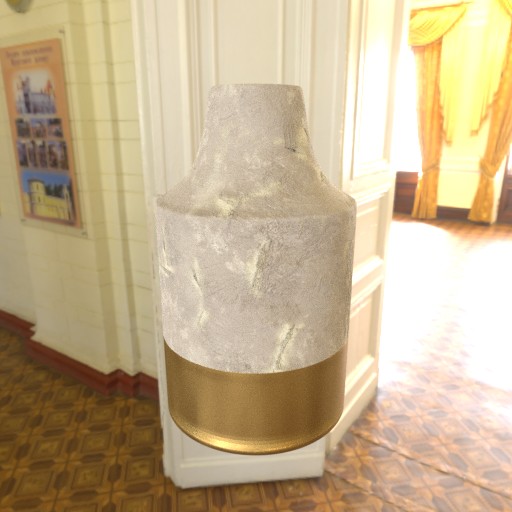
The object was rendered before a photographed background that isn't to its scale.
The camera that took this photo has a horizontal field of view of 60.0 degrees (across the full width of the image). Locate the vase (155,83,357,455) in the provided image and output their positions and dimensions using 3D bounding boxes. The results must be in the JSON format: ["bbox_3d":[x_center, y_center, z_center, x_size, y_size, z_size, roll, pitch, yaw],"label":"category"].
[{"bbox_3d":[0.000,0.000,0.427,0.184,0.305,0.184,0,17,0],"label":"vase"}]
